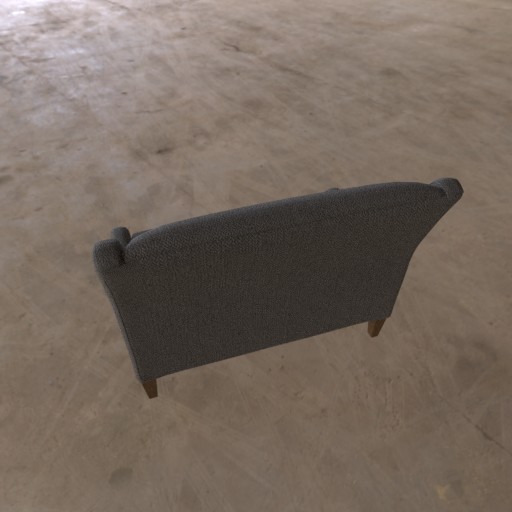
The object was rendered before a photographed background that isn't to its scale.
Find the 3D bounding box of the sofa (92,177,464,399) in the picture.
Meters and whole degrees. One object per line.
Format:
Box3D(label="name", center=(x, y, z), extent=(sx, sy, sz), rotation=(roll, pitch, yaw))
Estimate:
Box3D(label="sofa", center=(0.000, 0.000, 1.980), extent=(1.242, 1.022, 0.873), rotation=(-12, 42, -14))
